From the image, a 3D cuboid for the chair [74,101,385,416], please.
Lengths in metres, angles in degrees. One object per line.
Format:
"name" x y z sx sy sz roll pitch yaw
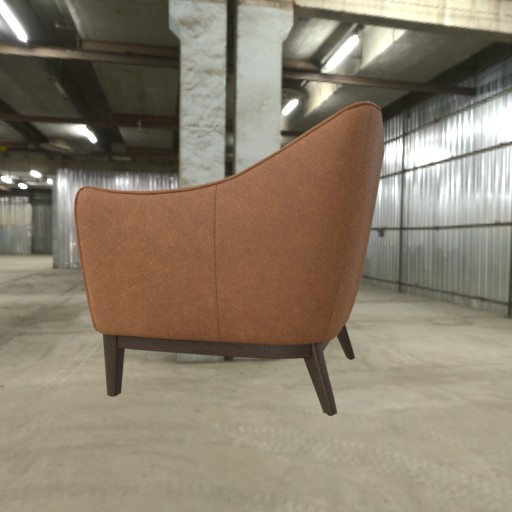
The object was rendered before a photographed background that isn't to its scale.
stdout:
"chair" 0.000 0.000 1.545 0.852 0.830 0.871 1 2 17
